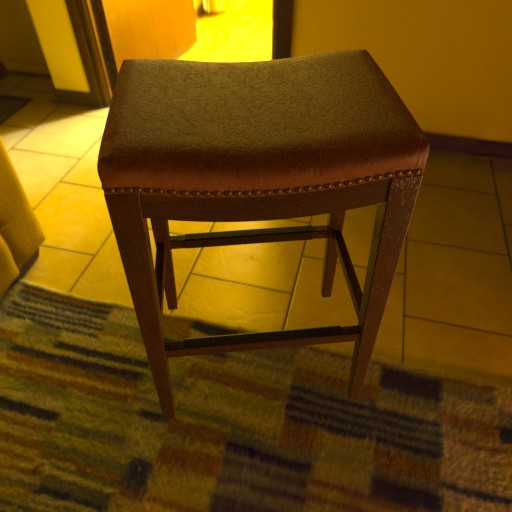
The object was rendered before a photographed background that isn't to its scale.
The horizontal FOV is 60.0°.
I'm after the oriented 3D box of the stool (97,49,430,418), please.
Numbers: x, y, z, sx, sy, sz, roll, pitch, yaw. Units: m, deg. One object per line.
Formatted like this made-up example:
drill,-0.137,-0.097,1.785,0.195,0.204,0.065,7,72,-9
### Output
stool,0.000,0.000,0.980,0.500,0.759,0.361,-4,47,-4
